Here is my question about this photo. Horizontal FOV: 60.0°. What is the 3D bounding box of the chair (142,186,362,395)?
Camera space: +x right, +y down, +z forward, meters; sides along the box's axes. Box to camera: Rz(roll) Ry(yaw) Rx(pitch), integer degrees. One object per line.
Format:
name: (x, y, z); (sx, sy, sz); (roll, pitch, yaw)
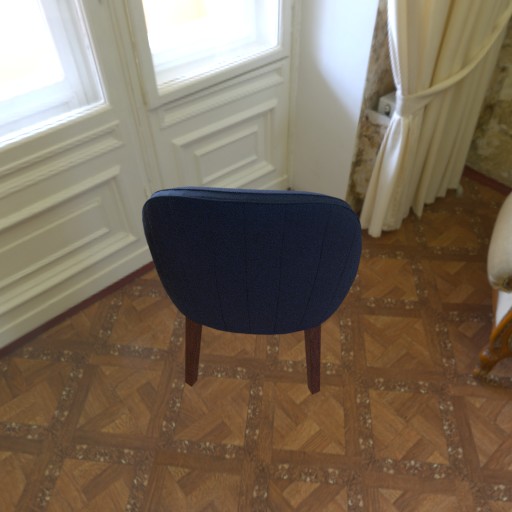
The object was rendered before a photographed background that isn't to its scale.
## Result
chair: (0.000, 0.000, 1.338); (0.643, 0.889, 0.575); (3, 46, 3)
